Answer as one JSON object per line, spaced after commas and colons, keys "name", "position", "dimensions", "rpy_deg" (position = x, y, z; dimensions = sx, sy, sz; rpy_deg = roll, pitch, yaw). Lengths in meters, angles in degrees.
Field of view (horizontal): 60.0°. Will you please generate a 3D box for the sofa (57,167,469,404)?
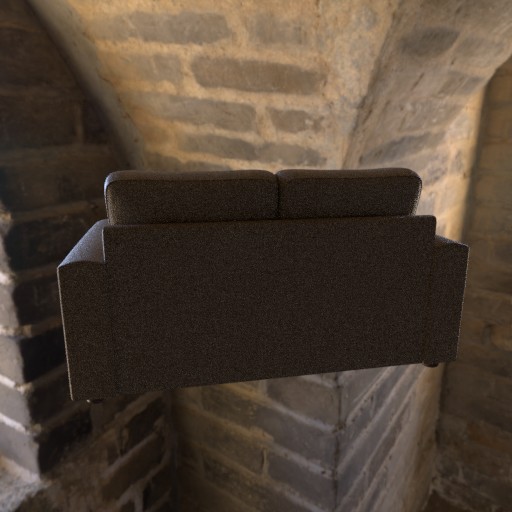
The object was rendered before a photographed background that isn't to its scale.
{"name": "sofa", "position": [0.000, 0.000, 2.188], "dimensions": [1.616, 0.873, 1.016], "rpy_deg": [-3, 14, -11]}
